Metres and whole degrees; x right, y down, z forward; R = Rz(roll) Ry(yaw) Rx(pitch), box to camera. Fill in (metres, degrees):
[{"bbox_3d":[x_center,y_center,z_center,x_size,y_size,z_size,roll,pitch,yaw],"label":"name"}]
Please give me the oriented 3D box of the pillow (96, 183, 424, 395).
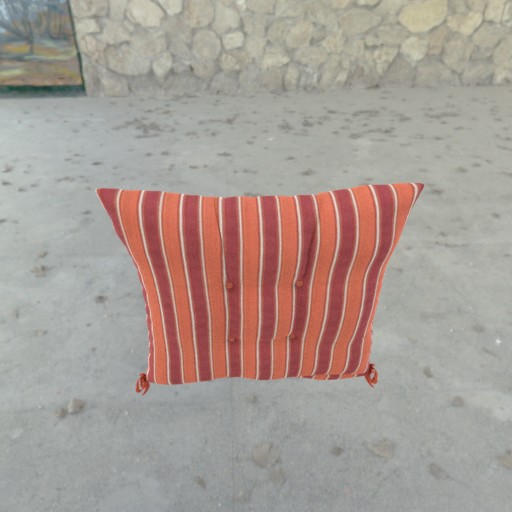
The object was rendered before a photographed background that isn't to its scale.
[{"bbox_3d":[0.000,0.000,1.018,0.541,0.536,0.585,-1,31,-2],"label":"pillow"}]
